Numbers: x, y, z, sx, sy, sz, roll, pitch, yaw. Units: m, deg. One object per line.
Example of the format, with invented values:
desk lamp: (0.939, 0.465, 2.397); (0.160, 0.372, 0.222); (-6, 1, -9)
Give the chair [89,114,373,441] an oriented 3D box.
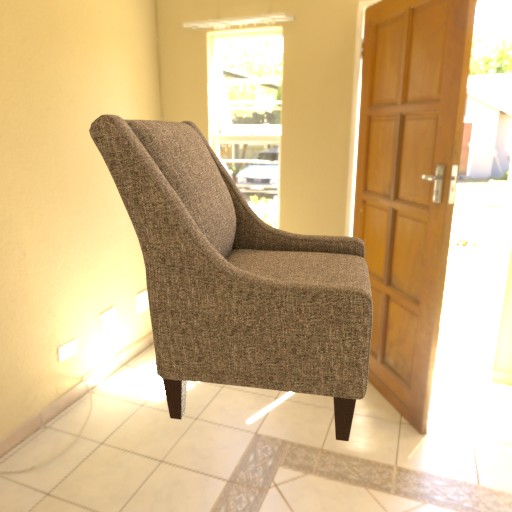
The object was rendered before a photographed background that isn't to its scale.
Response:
chair: (0.000, 0.000, 1.699); (0.870, 1.014, 0.774); (3, 16, 11)
